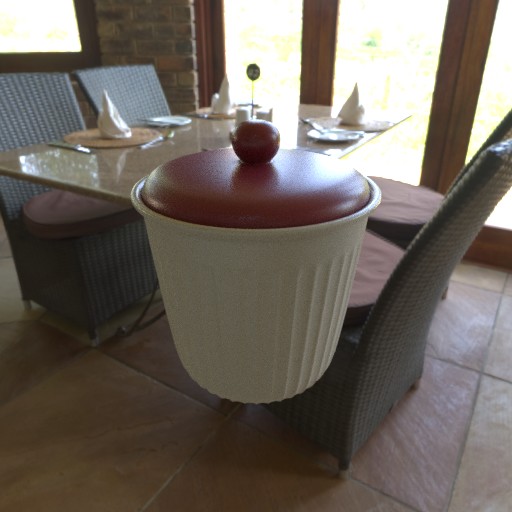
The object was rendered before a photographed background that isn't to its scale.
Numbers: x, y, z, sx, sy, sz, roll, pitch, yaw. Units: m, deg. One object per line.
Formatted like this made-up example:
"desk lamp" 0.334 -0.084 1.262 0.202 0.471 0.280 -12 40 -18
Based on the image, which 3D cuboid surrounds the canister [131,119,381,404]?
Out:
"canister" 0.000 0.000 0.355 0.181 0.211 0.181 0 26 0
